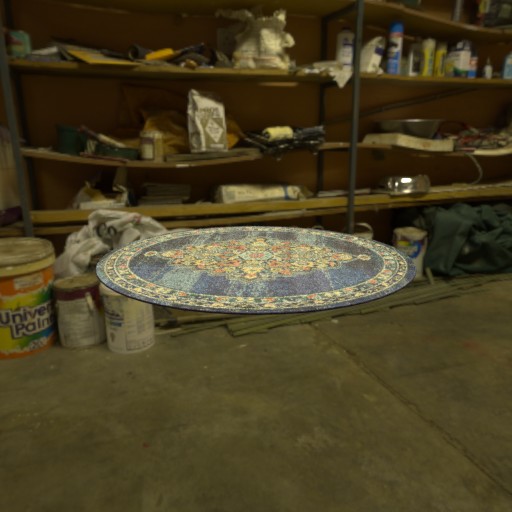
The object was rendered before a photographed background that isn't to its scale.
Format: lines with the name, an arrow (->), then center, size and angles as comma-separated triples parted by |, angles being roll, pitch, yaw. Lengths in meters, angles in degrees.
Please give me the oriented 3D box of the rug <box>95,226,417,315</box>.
rug -> 0.000, 0.000, 2.326 | 1.591, 0.010, 1.591 | 0, 15, 0
